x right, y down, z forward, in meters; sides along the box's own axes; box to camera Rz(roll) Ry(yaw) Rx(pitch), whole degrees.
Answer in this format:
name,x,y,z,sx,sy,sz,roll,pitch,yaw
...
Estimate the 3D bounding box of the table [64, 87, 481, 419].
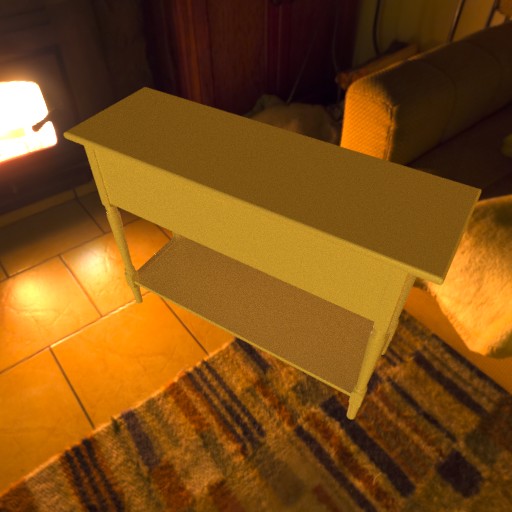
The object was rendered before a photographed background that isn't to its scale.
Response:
name,x,y,z,sx,sy,sz,roll,pitch,yaw
table,0.000,0.000,1.581,1.191,0.814,0.386,24,50,21
